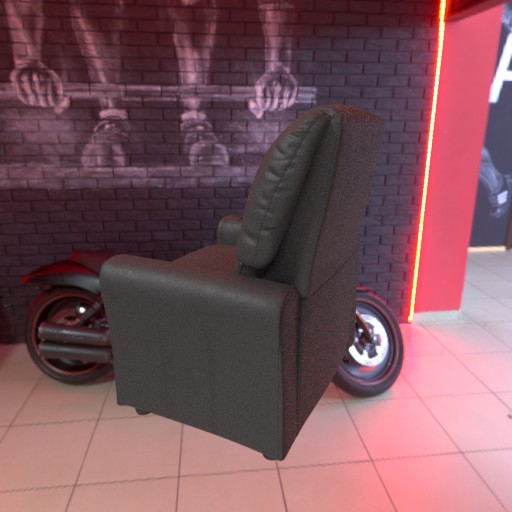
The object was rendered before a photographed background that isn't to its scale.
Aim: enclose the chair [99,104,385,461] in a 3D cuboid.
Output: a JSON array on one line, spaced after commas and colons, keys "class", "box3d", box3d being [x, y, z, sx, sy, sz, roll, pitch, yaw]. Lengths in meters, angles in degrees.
[{"class": "chair", "box3d": [0.000, 0.000, 1.111, 0.521, 0.709, 0.610, 8, 18, 25]}]
